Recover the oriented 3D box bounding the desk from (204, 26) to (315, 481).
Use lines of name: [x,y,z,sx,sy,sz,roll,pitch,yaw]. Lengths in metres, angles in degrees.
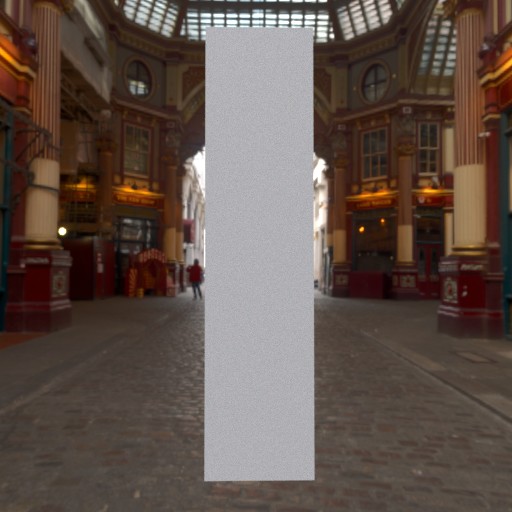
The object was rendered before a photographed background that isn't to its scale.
desk: [0.000,0.000,2.839,0.480,2.000,1.770,0,-1,-1]
